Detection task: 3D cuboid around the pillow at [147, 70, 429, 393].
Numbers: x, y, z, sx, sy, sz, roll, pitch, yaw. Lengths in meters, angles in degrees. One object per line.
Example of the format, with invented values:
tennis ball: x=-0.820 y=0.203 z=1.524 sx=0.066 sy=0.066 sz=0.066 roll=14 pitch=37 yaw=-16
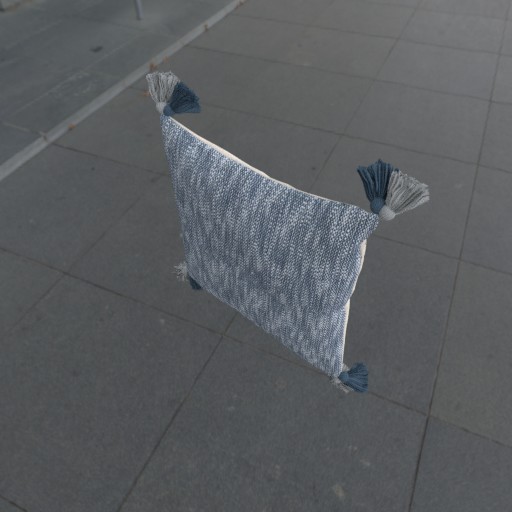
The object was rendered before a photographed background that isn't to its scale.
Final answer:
pillow: x=0.000 y=0.000 z=0.927 sx=0.614 sy=0.634 sz=0.138 roll=31 pitch=55 yaw=26
